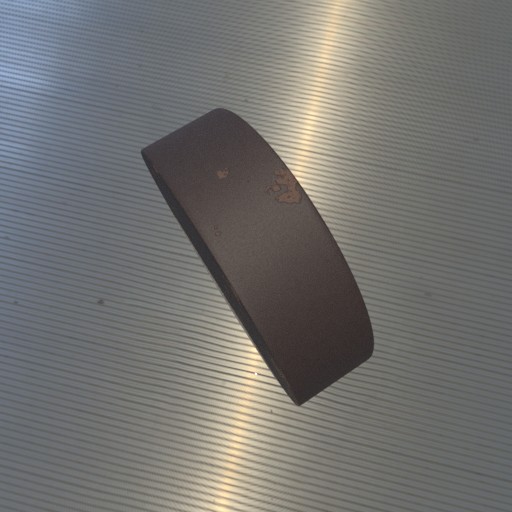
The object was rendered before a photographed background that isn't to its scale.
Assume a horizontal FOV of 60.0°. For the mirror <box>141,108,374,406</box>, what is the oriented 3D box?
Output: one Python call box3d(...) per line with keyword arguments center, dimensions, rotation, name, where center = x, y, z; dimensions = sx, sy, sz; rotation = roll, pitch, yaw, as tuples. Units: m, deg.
box3d(center=(0.000, 0.000, 0.606), dimensions=(0.126, 0.386, 0.386), rotation=(-32, 77, -8), name="mirror")
